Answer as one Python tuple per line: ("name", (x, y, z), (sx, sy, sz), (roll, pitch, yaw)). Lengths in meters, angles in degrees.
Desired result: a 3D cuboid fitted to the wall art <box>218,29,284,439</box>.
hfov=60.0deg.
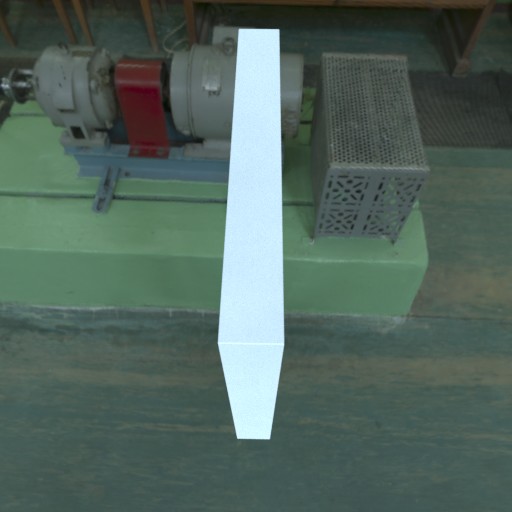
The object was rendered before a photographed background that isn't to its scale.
("wall art", (0.000, 0.000, 0.459), (0.038, 0.305, 0.305), (1, 58, 1))
